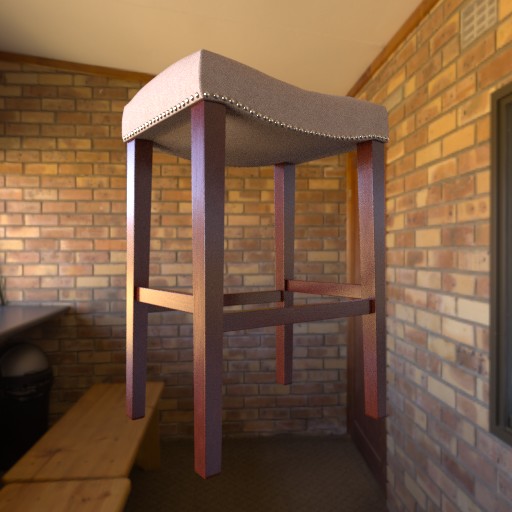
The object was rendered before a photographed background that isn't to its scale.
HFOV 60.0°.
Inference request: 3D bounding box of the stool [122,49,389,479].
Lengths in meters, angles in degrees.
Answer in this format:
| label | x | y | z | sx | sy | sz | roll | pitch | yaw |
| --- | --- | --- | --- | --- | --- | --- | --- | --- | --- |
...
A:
| label | x | y | z | sx | sy | sz | roll | pitch | yaw |
| --- | --- | --- | --- | --- | --- | --- | --- | --- | --- |
| stool | 0.000 | 0.000 | 1.020 | 0.504 | 0.742 | 0.372 | 0 | 0 | -37 |
